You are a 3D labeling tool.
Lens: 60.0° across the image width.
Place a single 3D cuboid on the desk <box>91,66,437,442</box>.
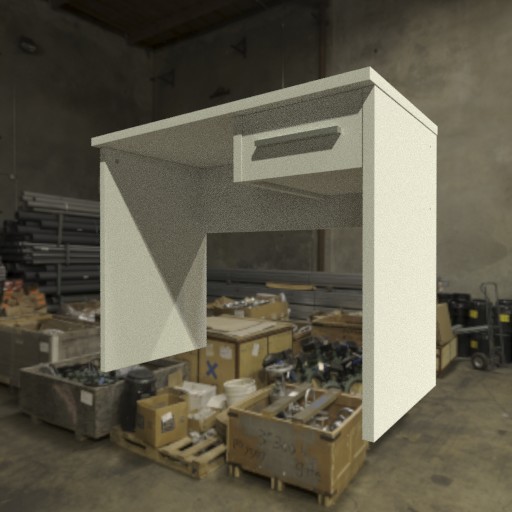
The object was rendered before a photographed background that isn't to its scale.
[{"bbox_3d":[0.000,0.000,1.312,0.900,0.729,0.498,0,1,36],"label":"desk"}]
